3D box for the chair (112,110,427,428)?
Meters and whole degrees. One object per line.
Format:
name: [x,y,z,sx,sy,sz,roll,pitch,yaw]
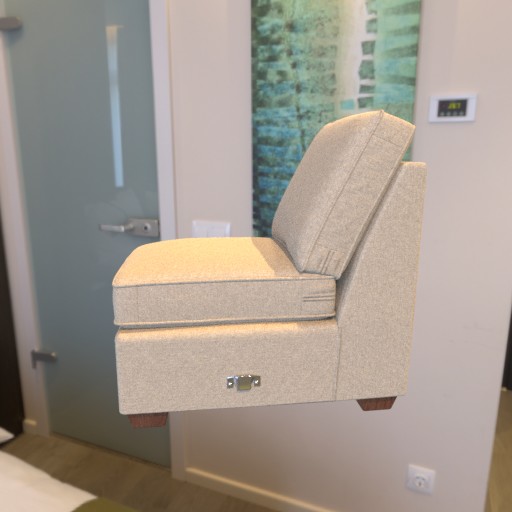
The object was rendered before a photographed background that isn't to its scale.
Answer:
chair: [0.000,0.000,1.737,1.020,1.058,0.674,-2,13,-7]
